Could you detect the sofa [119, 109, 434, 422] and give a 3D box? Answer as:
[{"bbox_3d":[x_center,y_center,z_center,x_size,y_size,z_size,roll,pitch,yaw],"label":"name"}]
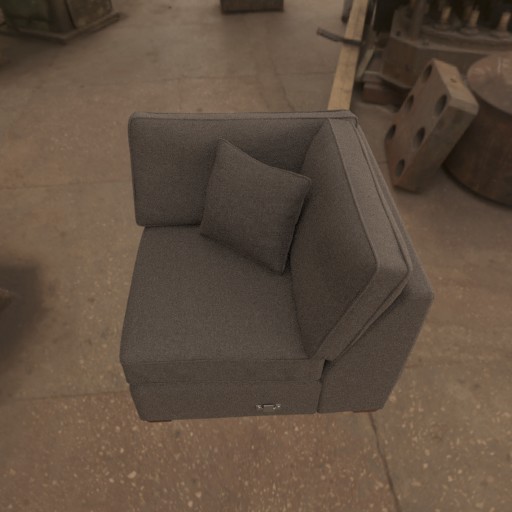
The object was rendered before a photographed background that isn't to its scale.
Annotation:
[{"bbox_3d":[0.000,0.000,1.961,1.084,1.002,1.146,-2,45,-2],"label":"sofa"}]
